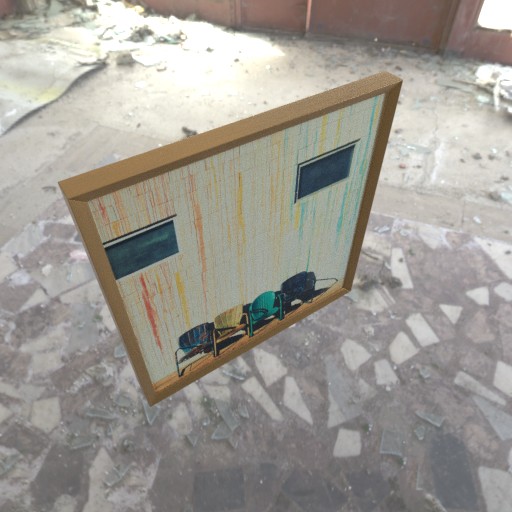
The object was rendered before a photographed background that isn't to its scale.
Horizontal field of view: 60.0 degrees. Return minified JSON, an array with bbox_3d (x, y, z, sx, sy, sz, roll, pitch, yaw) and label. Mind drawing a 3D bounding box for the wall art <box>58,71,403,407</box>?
[{"bbox_3d":[0.000,0.000,0.761,0.505,0.505,0.037,-26,52,-22],"label":"wall art"}]
